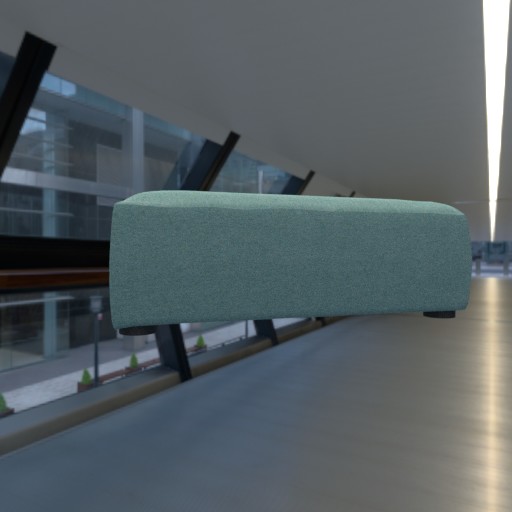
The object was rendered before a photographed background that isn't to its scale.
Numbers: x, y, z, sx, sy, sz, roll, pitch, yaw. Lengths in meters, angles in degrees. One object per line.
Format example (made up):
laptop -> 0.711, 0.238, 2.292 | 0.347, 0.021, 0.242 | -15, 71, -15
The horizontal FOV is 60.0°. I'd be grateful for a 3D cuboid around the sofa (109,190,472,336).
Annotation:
sofa -> 0.000, 0.000, 1.499 | 0.930, 0.330, 0.930 | 0, 1, -18
